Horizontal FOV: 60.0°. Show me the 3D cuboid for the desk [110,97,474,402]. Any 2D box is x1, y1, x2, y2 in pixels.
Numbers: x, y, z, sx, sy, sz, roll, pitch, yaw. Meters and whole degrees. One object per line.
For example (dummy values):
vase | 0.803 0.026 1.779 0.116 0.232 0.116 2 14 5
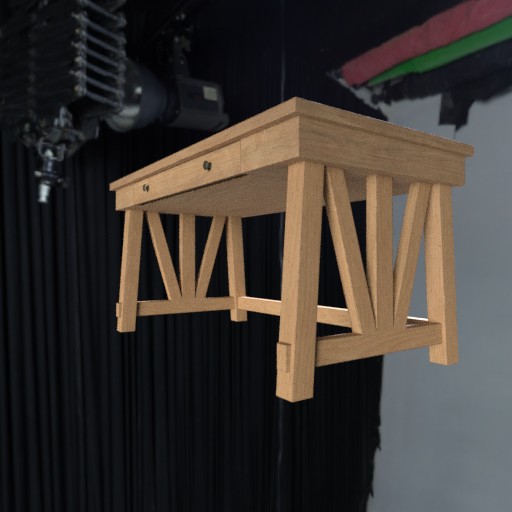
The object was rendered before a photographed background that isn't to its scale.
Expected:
desk | 0.000 0.000 1.927 0.813 0.762 1.499 0 -1 -35
